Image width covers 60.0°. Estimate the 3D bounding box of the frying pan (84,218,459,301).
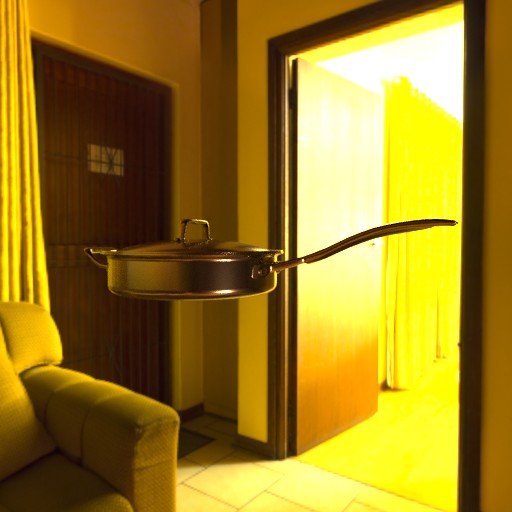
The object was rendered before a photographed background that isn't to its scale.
[{"bbox_3d":[0.000,0.000,0.668,0.561,0.114,0.280,1,2,17],"label":"frying pan"}]
